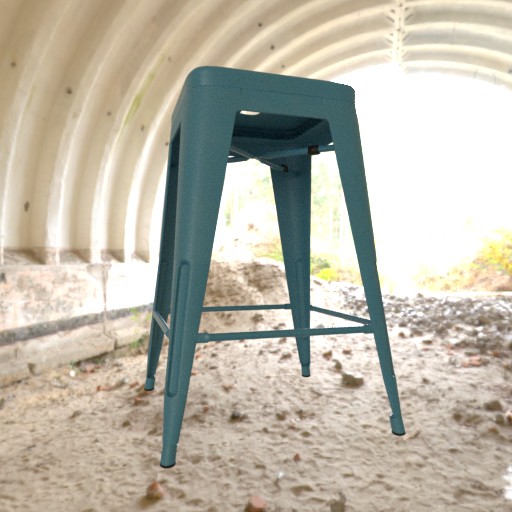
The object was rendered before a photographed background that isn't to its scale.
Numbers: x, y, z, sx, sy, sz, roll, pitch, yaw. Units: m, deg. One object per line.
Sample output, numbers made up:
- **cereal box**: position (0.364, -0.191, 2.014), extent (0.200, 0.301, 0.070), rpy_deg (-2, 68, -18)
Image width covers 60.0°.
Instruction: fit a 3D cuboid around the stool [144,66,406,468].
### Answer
- **stool**: position (0.000, 0.000, 0.882), extent (0.410, 0.608, 0.410), rpy_deg (0, 0, -17)
